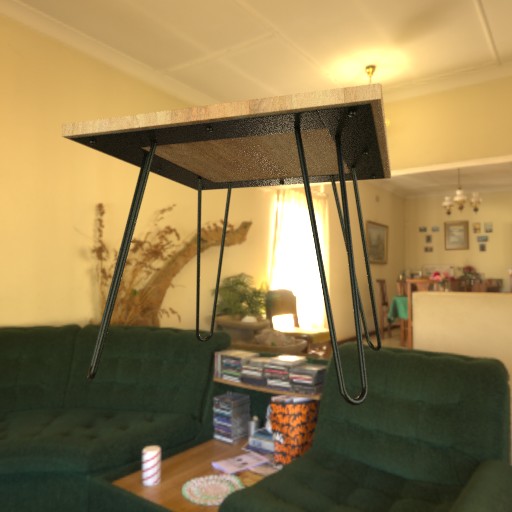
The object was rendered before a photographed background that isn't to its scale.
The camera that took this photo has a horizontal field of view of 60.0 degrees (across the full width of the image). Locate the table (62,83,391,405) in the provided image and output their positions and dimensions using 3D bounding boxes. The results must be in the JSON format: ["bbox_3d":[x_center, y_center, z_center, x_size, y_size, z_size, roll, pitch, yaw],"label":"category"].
[{"bbox_3d":[0.000,0.000,1.042,0.599,0.500,0.599,-1,-2,18],"label":"table"}]
